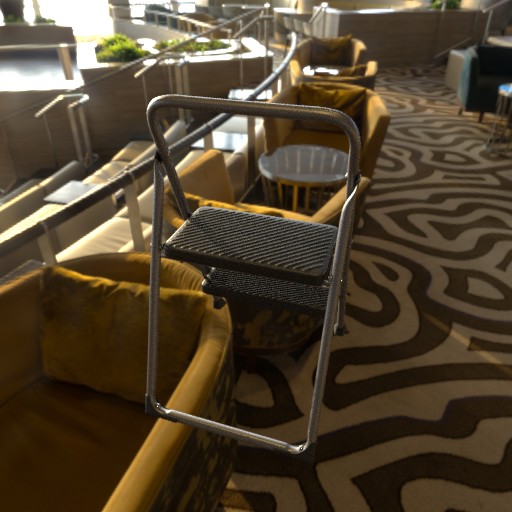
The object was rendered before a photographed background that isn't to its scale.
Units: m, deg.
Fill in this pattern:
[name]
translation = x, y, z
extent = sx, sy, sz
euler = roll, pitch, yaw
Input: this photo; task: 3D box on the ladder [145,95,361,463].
[ladder]
translation = 0.000, 0.000, 1.013
extent = 0.430, 0.720, 0.472
euler = 10, 35, 15
